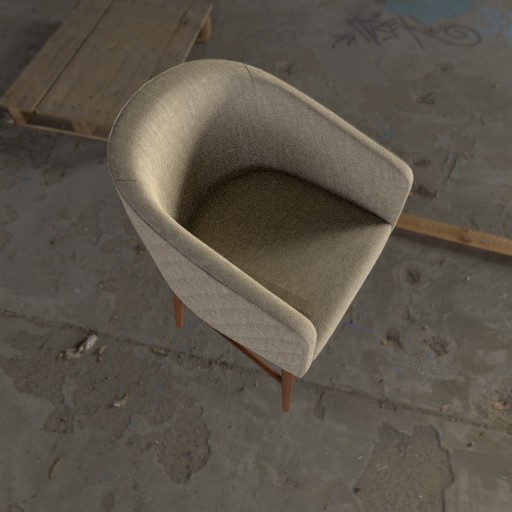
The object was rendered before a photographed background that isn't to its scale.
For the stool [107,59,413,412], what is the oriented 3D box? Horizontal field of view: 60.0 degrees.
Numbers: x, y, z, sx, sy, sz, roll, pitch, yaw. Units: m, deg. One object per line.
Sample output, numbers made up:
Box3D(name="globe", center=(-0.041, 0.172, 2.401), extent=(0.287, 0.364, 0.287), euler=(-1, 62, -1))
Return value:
Box3D(name="stool", center=(0.000, 0.000, 1.340), extent=(0.635, 0.952, 0.559), euler=(29, 63, 17))
